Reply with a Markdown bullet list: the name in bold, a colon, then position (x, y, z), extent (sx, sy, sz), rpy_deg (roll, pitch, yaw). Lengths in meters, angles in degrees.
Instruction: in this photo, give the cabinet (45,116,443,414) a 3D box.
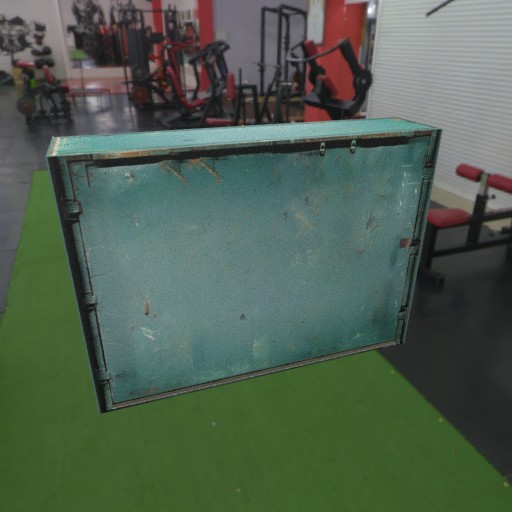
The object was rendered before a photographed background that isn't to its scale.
- **cabinet**: position (0.000, 0.000, 3.956), extent (3.001, 2.160, 0.680), rpy_deg (-9, 27, -17)
